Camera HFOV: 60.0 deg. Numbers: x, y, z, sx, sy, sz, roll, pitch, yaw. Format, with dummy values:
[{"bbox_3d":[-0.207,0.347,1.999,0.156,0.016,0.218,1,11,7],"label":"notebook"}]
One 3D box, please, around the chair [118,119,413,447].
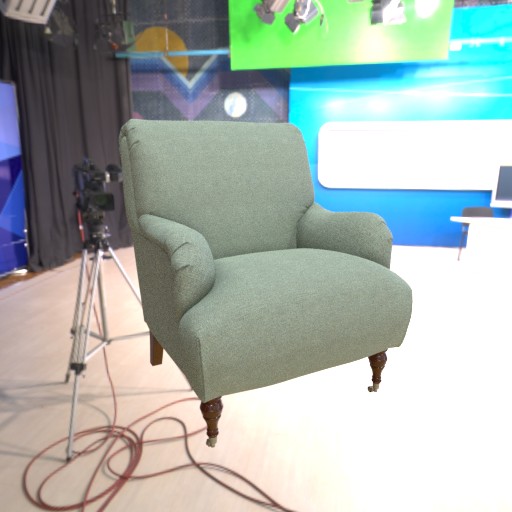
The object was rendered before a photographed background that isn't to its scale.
[{"bbox_3d":[0.000,0.000,1.963,0.964,1.178,1.060,-8,16,-27],"label":"chair"}]
